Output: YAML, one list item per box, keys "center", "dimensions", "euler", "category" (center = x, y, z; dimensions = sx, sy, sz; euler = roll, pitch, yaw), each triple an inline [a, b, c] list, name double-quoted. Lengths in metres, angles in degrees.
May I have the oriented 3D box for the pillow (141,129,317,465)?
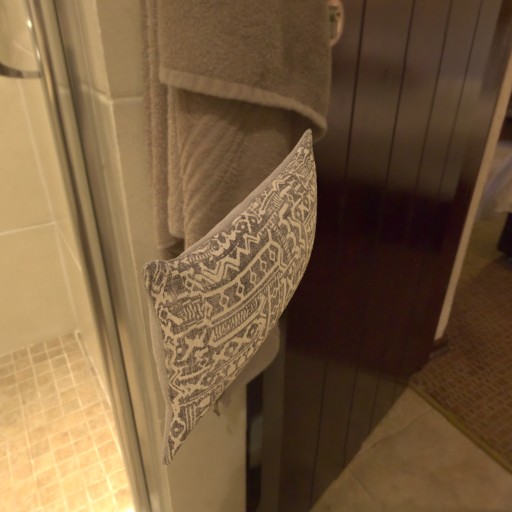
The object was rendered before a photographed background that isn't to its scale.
- center: [0.000, 0.000, 0.751]
  dimensions: [0.148, 0.290, 0.631]
  euler: [11, 31, 19]
  category: "pillow"
